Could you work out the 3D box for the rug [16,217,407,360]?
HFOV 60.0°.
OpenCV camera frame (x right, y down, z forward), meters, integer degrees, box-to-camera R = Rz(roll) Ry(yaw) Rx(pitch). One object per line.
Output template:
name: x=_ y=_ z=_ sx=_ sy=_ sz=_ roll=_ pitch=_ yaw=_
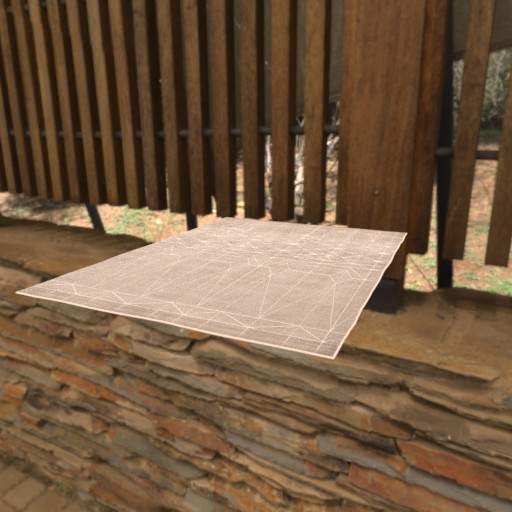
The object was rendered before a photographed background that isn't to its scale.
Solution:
rug: x=0.000 y=0.000 z=4.302 sx=2.449 sy=0.019 sz=3.357 roll=7 pitch=17 yaw=24
